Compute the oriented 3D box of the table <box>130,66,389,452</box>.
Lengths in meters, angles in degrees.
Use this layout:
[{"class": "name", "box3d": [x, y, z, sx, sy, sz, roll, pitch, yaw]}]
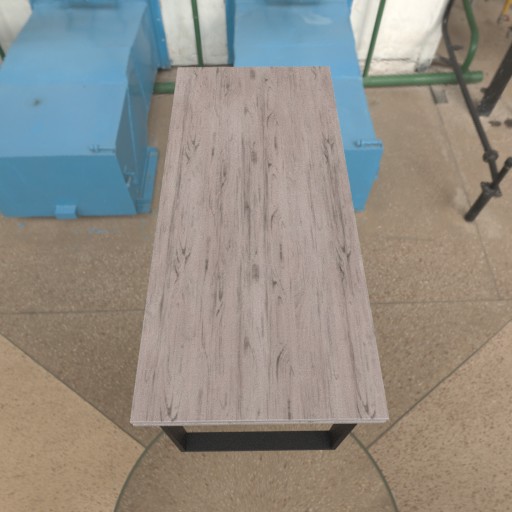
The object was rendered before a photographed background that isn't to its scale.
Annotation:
[{"class": "table", "box3d": [0.000, 0.000, 2.217, 0.795, 0.899, 1.778, -1, 57, 0]}]
